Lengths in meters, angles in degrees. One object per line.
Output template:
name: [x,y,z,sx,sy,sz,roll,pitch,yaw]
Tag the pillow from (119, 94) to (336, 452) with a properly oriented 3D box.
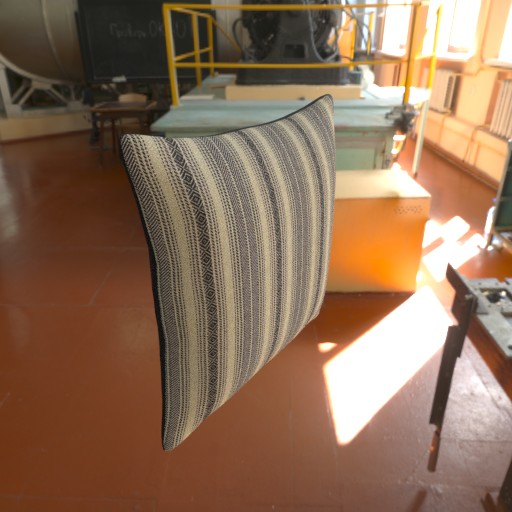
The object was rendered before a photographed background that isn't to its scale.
pillow: [0.000,0.000,0.800,0.166,0.508,0.520,18,31,32]
